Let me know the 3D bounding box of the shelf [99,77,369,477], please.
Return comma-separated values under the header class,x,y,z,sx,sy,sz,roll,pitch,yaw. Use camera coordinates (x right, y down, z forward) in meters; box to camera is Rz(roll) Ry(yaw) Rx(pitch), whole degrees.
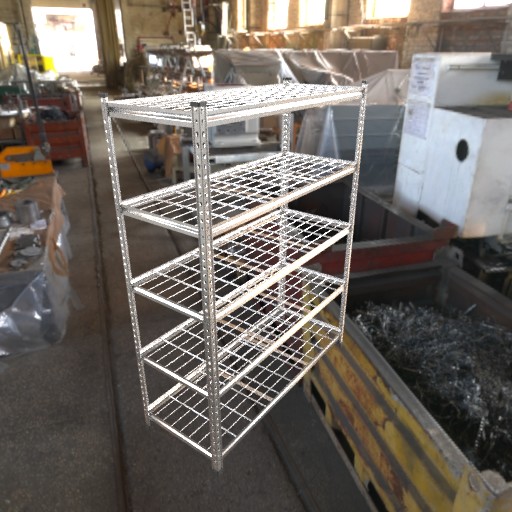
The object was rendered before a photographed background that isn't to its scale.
class,x,y,z,sx,sy,sz,roll,pitch,yaw
shelf,0.000,0.000,2.762,0.610,1.981,1.524,17,30,33
